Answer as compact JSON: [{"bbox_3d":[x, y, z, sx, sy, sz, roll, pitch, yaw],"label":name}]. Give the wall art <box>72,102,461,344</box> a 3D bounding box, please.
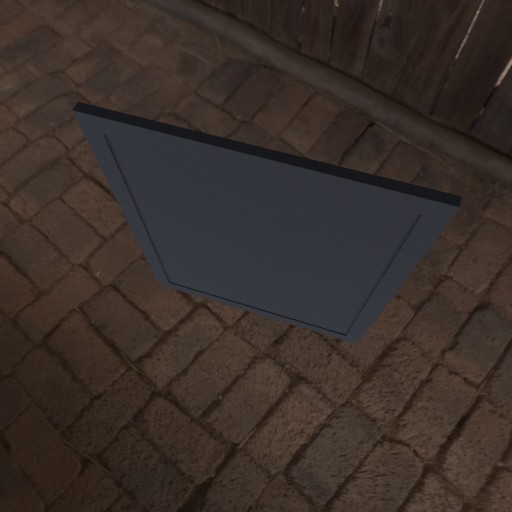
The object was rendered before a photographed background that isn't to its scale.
[{"bbox_3d":[0.000,0.000,0.503,0.311,0.361,0.010,16,64,8],"label":"wall art"}]
